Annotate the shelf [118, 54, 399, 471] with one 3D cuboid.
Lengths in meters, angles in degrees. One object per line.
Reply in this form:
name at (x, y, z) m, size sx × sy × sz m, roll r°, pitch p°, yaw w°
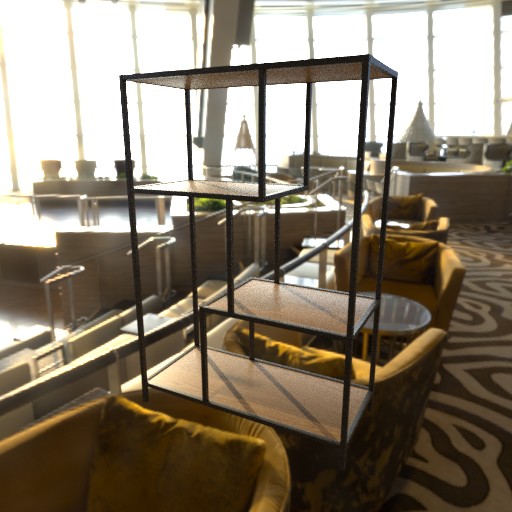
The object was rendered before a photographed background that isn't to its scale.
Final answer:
shelf at (0.000, 0.000, 1.484) m, size 0.770 × 1.138 × 0.350 m, roll 8°, pitch 17°, yaw 27°
